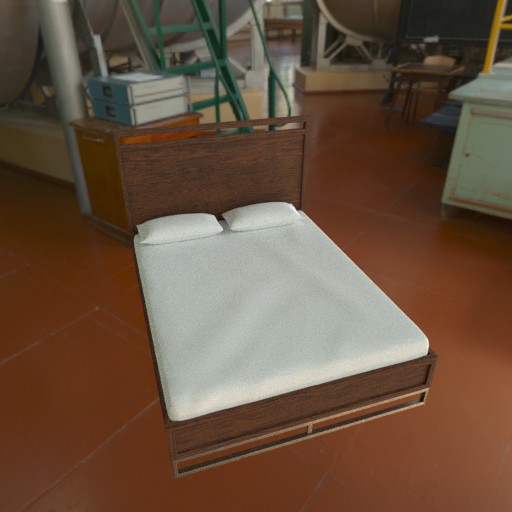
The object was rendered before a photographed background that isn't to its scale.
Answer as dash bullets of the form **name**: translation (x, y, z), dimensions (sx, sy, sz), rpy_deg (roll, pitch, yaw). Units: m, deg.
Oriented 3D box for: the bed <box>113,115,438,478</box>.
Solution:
- **bed**: translation (0.000, 0.000, 3.384), dimensions (1.765, 1.487, 2.218), rpy_deg (-10, 32, -16)
